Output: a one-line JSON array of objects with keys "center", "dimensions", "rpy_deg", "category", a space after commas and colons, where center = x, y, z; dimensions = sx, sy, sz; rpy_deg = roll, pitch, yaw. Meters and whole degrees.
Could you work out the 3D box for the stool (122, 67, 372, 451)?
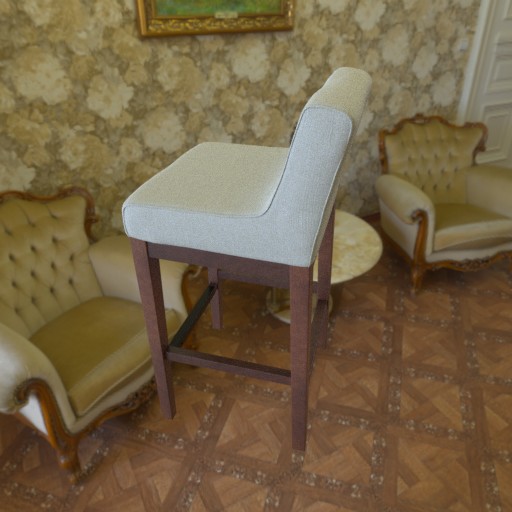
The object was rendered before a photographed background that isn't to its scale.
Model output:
[{"center": [0.000, 0.000, 1.230], "dimensions": [0.500, 0.937, 0.511], "rpy_deg": [8, 31, 13], "category": "stool"}]
